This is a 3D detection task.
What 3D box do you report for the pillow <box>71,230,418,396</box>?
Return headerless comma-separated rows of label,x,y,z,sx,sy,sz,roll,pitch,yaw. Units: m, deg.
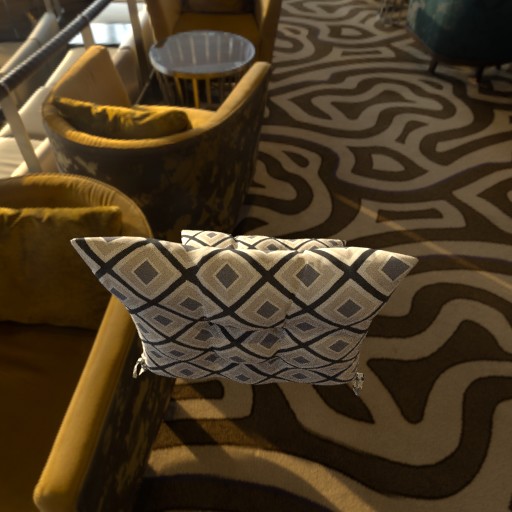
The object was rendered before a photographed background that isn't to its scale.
pillow,0.000,0.000,0.995,0.541,0.536,0.585,3,46,3
